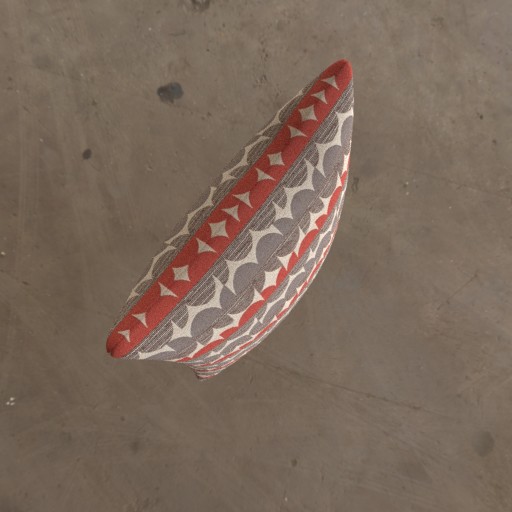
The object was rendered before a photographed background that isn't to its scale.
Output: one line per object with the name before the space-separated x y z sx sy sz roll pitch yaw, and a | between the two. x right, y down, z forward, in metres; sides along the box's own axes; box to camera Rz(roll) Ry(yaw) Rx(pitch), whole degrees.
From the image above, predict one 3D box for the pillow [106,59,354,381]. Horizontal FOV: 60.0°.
pillow | 0.000 0.000 0.658 0.180 0.410 0.420 36 79 8
